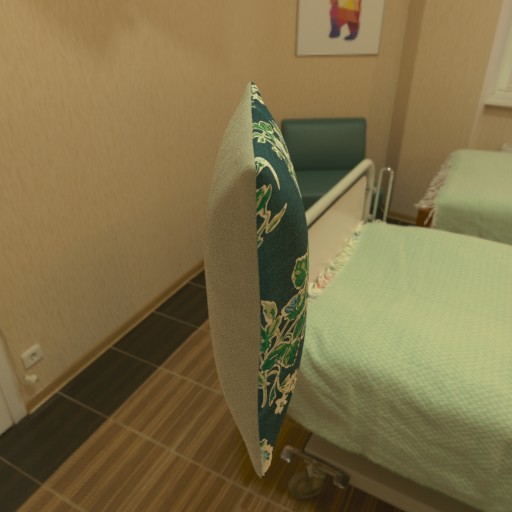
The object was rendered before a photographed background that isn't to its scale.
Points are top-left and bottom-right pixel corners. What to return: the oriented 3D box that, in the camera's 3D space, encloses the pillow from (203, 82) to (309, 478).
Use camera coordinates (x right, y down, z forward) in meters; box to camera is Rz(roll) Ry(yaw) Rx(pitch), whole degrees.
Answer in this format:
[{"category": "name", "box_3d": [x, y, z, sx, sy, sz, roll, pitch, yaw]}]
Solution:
[{"category": "pillow", "box_3d": [0.000, 0.000, 0.794, 0.166, 0.508, 0.525, -1, 30, -1]}]
